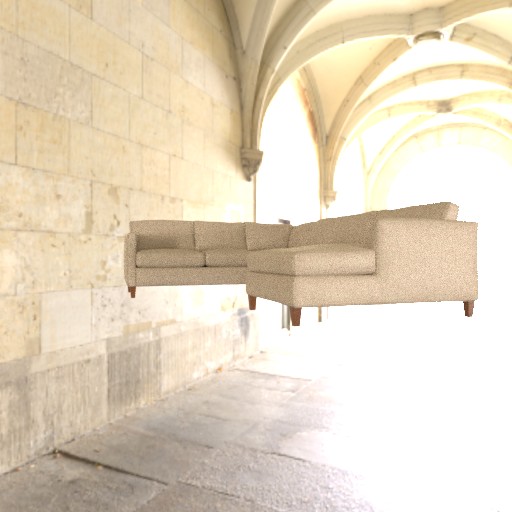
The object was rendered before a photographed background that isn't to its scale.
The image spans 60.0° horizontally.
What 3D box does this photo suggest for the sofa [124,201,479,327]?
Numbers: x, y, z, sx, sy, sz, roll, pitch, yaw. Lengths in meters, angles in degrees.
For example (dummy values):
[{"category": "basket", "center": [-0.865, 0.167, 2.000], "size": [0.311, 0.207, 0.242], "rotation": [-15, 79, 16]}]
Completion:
[{"category": "sofa", "center": [0.000, 0.000, 4.665], "size": [2.594, 0.961, 3.460], "rotation": [0, 0, -18]}]
